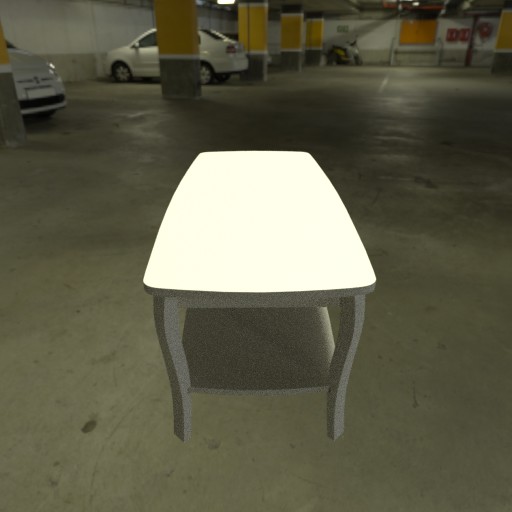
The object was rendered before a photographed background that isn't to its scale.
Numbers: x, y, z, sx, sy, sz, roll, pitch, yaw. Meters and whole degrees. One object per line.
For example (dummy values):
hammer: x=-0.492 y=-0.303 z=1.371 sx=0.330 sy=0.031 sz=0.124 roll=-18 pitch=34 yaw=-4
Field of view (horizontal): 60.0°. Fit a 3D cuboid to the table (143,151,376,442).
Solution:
table: x=0.000 y=0.000 z=1.623 sx=0.561 sy=0.474 sz=1.334 roll=0 pitch=26 yaw=-1
